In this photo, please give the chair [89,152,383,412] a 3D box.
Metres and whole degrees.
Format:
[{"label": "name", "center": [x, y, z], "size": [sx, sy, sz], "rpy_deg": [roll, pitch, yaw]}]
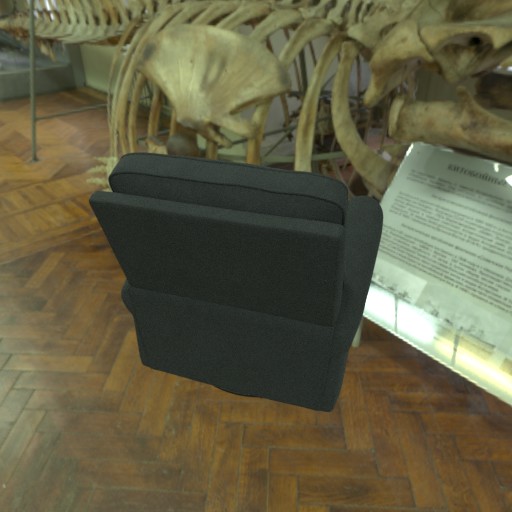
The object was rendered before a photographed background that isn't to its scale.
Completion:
[{"label": "chair", "center": [0.000, 0.000, 1.697], "size": [0.890, 0.961, 0.878], "rpy_deg": [10, 33, 15]}]
